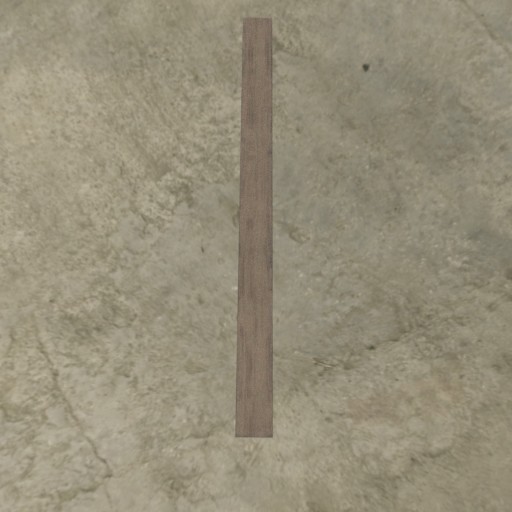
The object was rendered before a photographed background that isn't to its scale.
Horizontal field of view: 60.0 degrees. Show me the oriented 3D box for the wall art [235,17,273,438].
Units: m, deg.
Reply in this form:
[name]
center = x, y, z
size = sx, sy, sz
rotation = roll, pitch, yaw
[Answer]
[wall art]
center = 0.000, 0.000, 0.757
size = 0.038, 0.508, 0.508
rotation = 0, 76, 0
